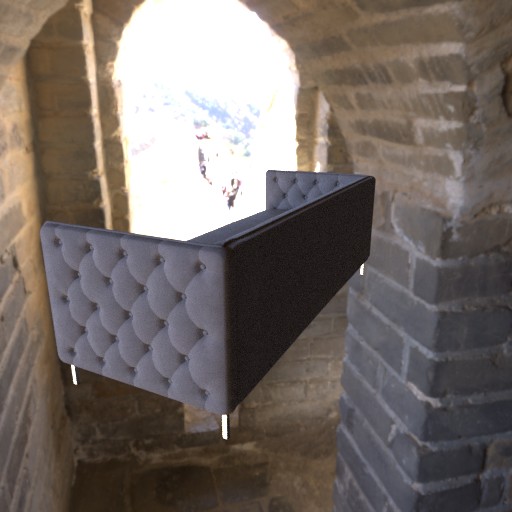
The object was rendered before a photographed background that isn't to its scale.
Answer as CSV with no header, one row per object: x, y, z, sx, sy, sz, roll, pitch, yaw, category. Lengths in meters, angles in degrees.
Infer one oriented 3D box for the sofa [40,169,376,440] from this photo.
0.000,0.000,2.614,0.895,0.771,2.209,9,19,26,sofa
